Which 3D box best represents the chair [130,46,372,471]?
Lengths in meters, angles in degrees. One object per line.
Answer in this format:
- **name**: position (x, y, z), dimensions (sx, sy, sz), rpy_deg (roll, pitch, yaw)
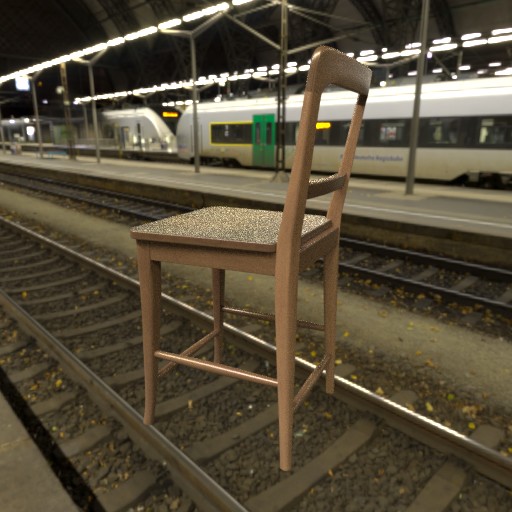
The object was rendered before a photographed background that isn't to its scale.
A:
- **chair**: position (0.000, 0.000, 1.251), dimensions (0.546, 0.991, 0.450), rpy_deg (7, 17, 25)
